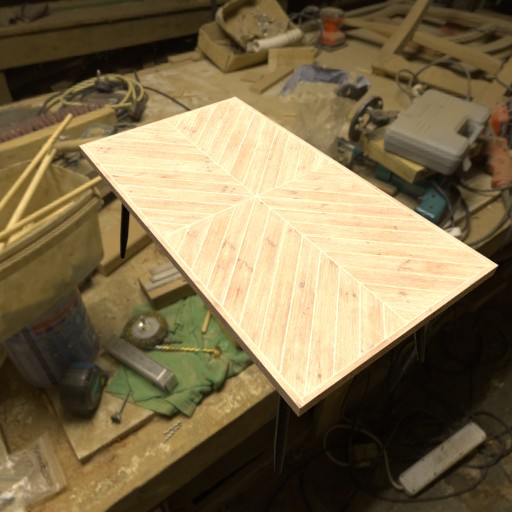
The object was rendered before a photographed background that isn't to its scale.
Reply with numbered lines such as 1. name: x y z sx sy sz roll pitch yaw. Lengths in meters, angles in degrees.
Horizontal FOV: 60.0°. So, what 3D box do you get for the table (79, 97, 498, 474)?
1. table: 0.000 0.000 2.282 0.991 0.762 1.803 -27 50 -25
